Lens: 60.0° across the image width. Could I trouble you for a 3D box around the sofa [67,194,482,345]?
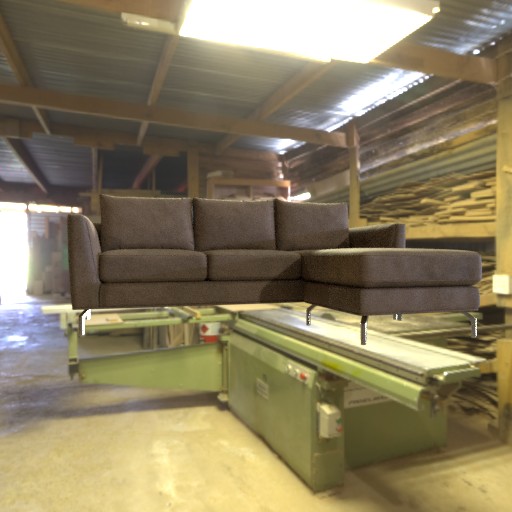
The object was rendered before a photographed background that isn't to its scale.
[{"bbox_3d":[0.000,0.000,3.098,2.438,0.987,1.622,0,0,-18],"label":"sofa"}]
